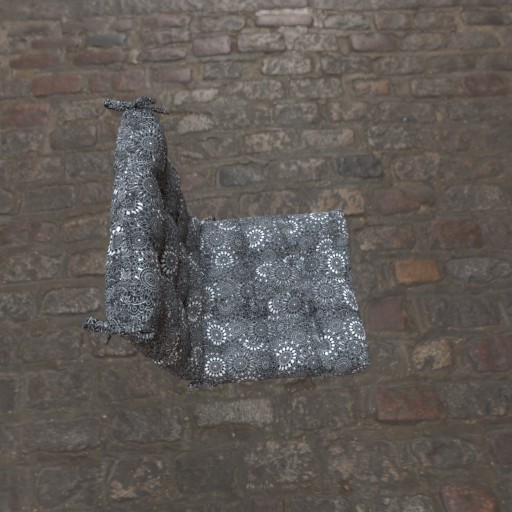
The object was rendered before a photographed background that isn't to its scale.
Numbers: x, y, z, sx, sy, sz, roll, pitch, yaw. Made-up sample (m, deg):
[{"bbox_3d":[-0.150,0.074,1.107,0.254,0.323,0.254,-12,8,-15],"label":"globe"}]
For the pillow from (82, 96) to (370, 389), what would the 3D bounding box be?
[{"bbox_3d":[0.000,0.000,1.034,0.571,0.605,0.519,-4,65,-2],"label":"pillow"}]
